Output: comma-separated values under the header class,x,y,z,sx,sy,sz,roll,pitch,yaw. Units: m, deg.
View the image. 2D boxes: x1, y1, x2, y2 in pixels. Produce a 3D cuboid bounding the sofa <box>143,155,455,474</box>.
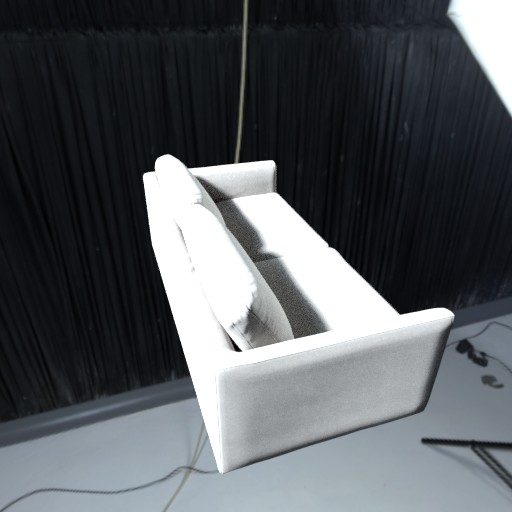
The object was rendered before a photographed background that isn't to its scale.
class,x,y,z,sx,sy,sz,roll,pitch,yaw
sofa,0.000,0.000,2.788,1.090,0.838,2.588,-10,32,-16
